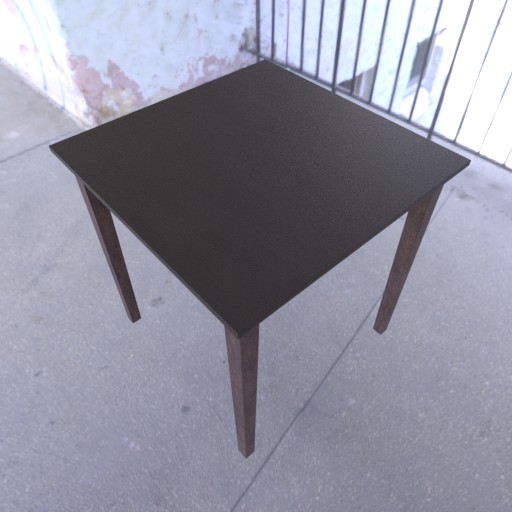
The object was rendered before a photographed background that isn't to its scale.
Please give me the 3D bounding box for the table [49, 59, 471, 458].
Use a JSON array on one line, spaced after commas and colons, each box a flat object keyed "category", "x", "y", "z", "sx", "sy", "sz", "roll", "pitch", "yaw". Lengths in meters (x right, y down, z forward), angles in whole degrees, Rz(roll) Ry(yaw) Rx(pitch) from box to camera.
[{"category": "table", "x": 0.000, "y": 0.000, "z": 1.393, "sx": 0.749, "sy": 0.770, "sz": 0.749, "roll": -33, "pitch": 56, "yaw": -27}]
